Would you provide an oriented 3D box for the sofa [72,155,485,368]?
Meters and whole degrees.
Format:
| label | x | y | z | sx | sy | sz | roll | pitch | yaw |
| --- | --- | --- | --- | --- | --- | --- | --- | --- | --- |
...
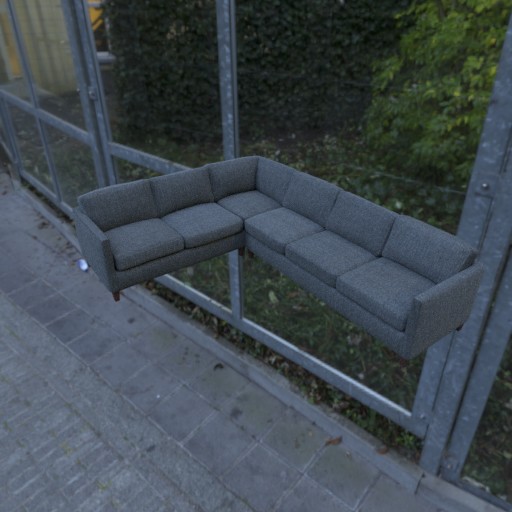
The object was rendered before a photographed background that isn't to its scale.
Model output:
| label | x | y | z | sx | sy | sz | roll | pitch | yaw |
| --- | --- | --- | --- | --- | --- | --- | --- | --- | --- |
| sofa | 0.000 | 0.000 | 4.402 | 2.593 | 0.947 | 3.302 | -20 | 36 | -30 |
